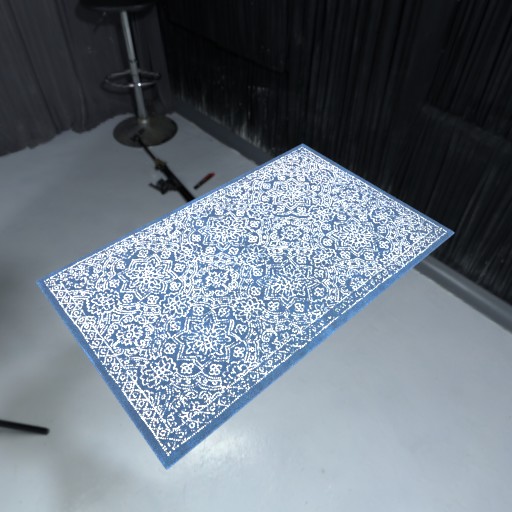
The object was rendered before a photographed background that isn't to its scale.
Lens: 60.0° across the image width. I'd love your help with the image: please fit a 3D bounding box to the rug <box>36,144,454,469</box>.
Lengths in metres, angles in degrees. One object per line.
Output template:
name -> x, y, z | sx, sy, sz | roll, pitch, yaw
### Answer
rug -> 0.000, 0.000, 3.014 | 2.441, 0.015, 1.526 | -32, 55, -27
